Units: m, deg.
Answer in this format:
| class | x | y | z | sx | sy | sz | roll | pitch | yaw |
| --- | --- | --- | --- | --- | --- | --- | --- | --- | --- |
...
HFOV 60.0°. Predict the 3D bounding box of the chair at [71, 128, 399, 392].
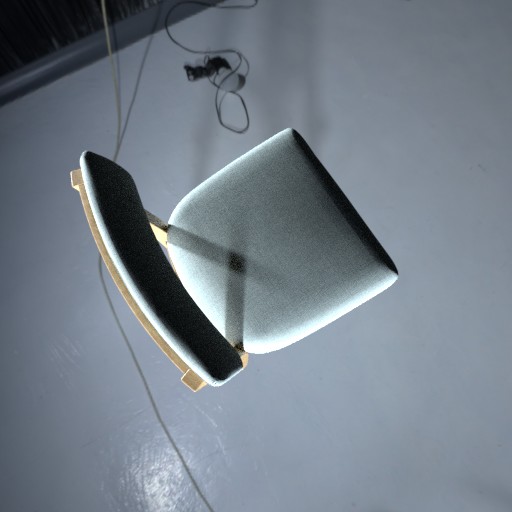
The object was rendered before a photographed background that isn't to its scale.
| class | x | y | z | sx | sy | sz | roll | pitch | yaw |
| --- | --- | --- | --- | --- | --- | --- | --- | --- | --- |
| chair | 0.000 | 0.000 | 1.174 | 0.572 | 0.832 | 0.508 | -31 | 77 | -8 |
